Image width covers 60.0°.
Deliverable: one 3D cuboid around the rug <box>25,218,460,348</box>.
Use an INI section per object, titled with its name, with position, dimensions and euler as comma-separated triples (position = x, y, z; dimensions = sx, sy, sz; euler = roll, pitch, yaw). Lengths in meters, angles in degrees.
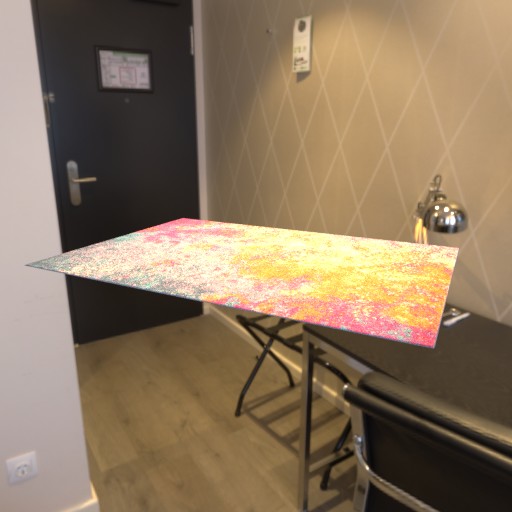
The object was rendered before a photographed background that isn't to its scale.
[rug]
position = 0.000, 0.000, 3.560
dimensions = 2.896, 0.013, 2.007
euler = 8, 18, 26
